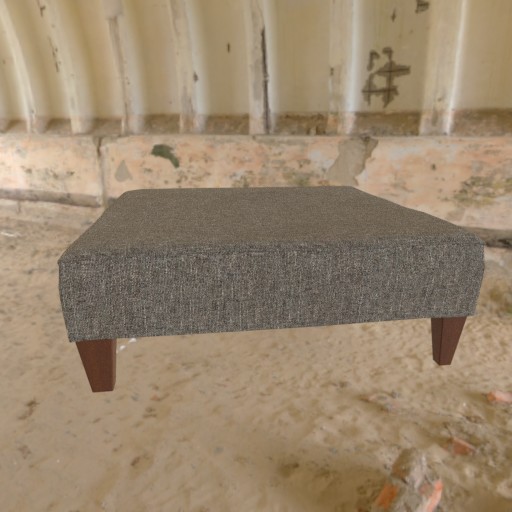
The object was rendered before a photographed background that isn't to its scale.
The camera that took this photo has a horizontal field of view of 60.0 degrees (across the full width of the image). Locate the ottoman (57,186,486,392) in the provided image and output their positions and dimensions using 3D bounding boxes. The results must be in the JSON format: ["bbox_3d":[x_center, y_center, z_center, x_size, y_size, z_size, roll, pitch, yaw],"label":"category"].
[{"bbox_3d":[0.000,0.000,1.499,1.016,0.379,0.981,-2,17,-8],"label":"ottoman"}]
